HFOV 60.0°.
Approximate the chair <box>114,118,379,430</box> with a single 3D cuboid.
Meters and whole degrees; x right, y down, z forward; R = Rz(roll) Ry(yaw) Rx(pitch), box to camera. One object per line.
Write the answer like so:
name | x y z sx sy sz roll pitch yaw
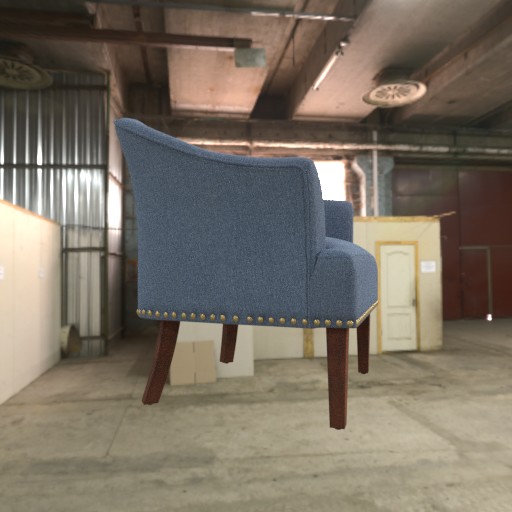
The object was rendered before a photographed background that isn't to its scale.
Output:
chair | 0.000 0.000 1.400 0.704 0.815 0.772 0 -1 19
